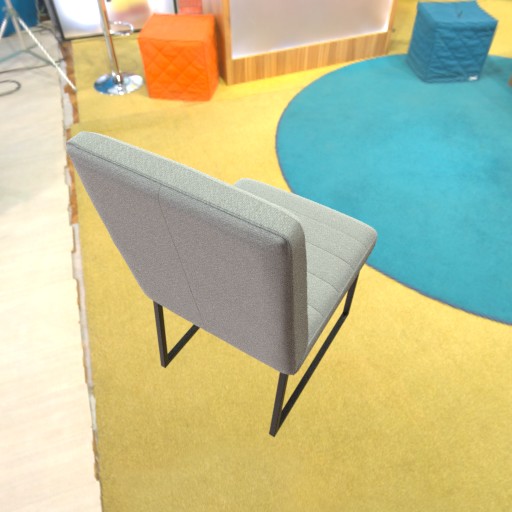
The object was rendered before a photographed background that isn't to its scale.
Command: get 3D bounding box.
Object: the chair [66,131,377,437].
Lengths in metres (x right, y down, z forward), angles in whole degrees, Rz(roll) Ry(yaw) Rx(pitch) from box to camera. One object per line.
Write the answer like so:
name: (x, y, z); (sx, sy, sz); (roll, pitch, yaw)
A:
chair: (0.000, 0.000, 1.273); (0.520, 0.930, 0.634); (25, 52, 22)
